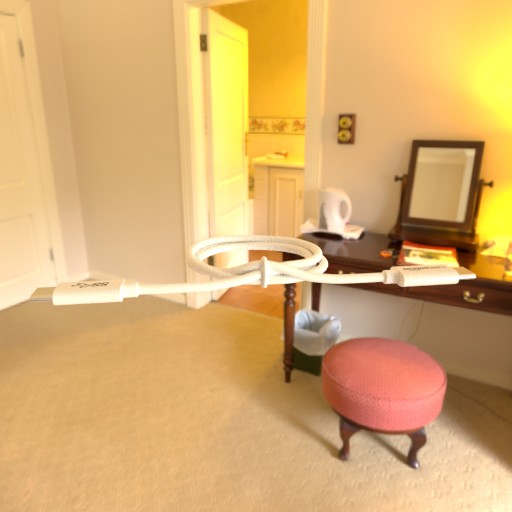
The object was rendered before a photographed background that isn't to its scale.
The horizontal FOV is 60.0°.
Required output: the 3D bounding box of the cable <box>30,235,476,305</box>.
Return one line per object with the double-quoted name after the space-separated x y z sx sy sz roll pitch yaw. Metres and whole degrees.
0.000 0.000 0.213 0.186 0.014 0.070 -3 18 -8 "cable"
